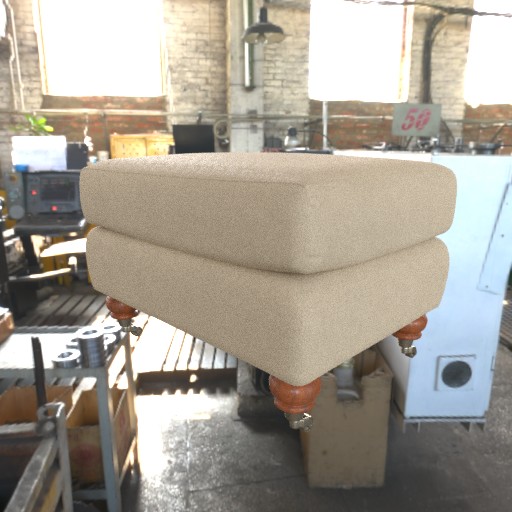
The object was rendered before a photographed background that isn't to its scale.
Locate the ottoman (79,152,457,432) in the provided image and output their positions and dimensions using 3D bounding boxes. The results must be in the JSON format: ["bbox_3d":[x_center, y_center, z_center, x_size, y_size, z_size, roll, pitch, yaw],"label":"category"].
[{"bbox_3d":[0.000,0.000,1.107,0.773,0.504,0.569,13,19,43],"label":"ottoman"}]
